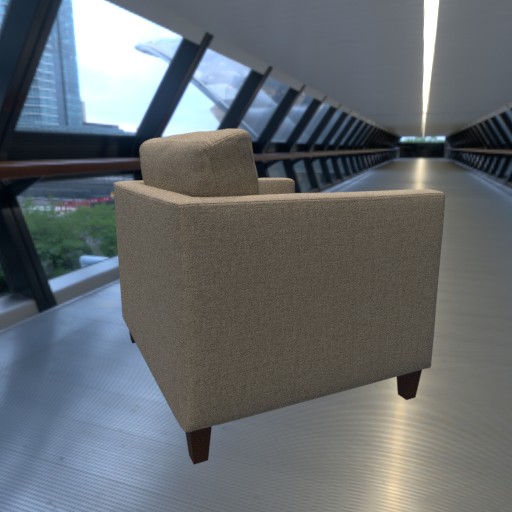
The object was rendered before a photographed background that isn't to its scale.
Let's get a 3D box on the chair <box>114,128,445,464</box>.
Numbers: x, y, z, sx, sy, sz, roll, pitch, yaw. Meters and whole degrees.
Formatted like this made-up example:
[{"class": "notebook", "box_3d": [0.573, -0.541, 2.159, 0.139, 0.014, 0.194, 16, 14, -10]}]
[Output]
[{"class": "chair", "box_3d": [0.000, 0.000, 1.802, 0.959, 0.961, 1.107, -6, 14, -25]}]
